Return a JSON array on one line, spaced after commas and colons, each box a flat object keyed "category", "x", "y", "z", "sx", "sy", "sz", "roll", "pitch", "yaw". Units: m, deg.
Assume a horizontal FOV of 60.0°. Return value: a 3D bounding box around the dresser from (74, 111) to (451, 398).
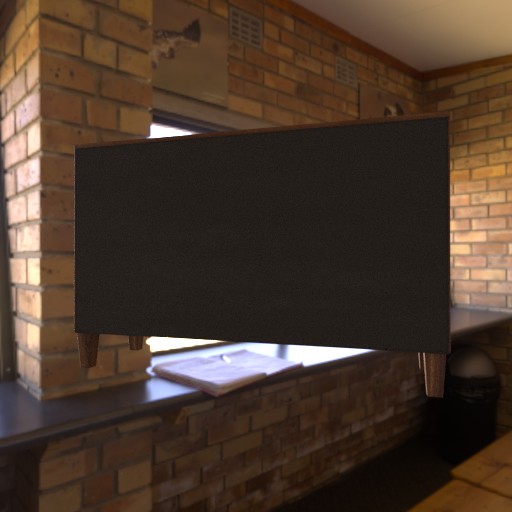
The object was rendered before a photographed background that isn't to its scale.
[{"category": "dresser", "x": 0.000, "y": 0.000, "z": 1.779, "sx": 1.387, "sy": 0.892, "sz": 0.438, "roll": 0, "pitch": 0, "yaw": 17}]
